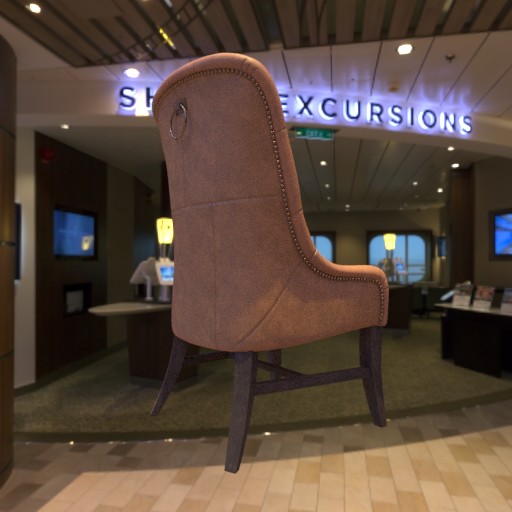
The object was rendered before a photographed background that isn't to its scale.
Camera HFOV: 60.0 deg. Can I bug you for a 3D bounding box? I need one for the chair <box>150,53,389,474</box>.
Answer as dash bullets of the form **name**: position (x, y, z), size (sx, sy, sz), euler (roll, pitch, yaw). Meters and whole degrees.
- **chair**: position (0.000, 0.000, 1.476), size (0.629, 1.091, 0.634), euler (0, 0, -36)
